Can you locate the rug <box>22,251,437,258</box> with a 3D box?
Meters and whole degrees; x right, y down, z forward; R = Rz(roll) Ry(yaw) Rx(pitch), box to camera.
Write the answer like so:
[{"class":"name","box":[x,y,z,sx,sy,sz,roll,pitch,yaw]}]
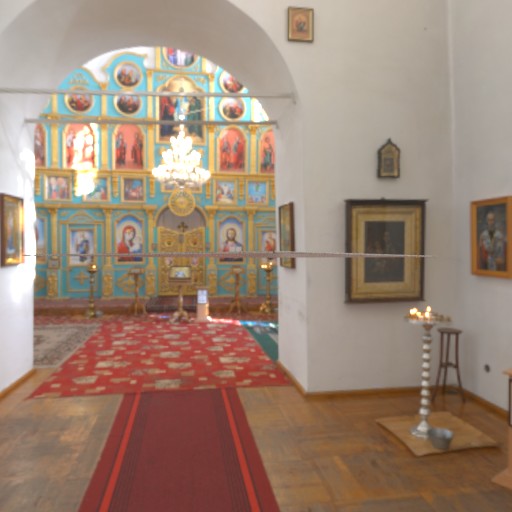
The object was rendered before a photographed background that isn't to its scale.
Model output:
[{"class":"rug","box":[0.000,0.000,4.094,2.451,0.011,3.072,0,-1,36]}]
